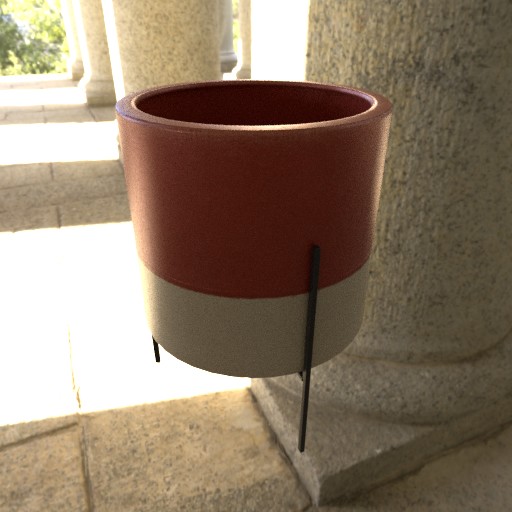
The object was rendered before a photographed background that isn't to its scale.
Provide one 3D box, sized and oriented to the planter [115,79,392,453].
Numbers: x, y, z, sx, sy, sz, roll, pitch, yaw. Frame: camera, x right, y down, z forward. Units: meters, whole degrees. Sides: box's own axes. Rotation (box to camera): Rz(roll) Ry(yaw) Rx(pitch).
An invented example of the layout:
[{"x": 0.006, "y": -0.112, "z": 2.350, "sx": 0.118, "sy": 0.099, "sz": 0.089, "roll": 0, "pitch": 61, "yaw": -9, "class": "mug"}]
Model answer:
[{"x": 0.000, "y": 0.000, "z": 0.680, "sx": 0.345, "sy": 0.465, "sz": 0.354, "roll": 20, "pitch": 35, "yaw": 32, "class": "planter"}]
